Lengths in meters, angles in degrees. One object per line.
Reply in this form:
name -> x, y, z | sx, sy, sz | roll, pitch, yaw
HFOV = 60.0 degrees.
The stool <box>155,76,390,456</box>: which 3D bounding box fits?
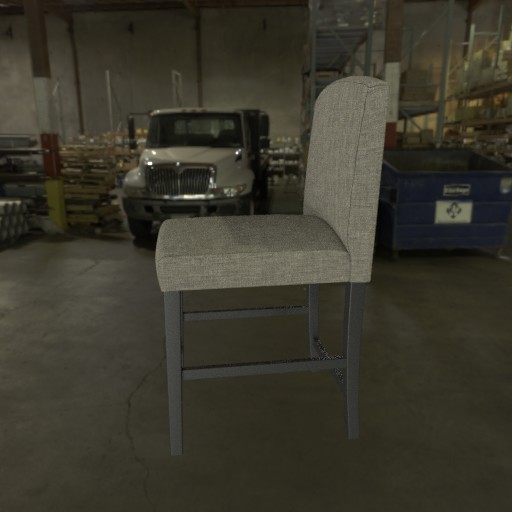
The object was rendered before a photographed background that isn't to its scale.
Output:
stool -> 0.000, 0.000, 1.272 | 0.552, 0.966, 0.451 | -2, 14, -8
